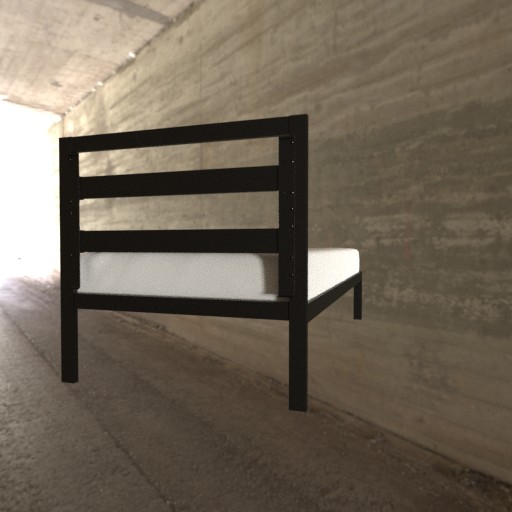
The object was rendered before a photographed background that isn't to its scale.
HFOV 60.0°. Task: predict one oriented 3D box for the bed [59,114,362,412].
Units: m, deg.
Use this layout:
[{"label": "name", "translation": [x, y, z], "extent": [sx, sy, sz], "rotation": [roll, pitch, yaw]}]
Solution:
[{"label": "bed", "translation": [0.000, 0.000, 2.496], "extent": [0.991, 0.967, 1.930], "rotation": [0, 2, 19]}]
